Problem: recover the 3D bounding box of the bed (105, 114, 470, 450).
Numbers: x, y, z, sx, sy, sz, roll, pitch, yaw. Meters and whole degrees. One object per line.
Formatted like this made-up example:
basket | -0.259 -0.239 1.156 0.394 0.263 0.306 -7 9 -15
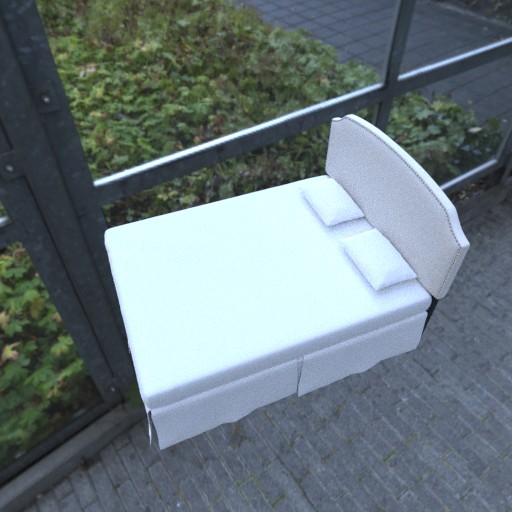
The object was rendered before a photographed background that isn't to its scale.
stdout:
bed | 0.000 0.000 3.040 1.999 1.270 1.558 -16 48 -15
